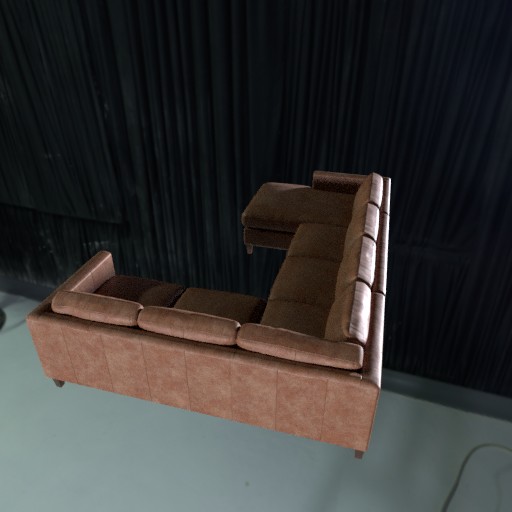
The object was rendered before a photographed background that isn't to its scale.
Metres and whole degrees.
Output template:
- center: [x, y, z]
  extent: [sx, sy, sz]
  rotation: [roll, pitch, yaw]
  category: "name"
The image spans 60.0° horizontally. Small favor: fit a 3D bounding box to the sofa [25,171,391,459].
- center: [0.000, 0.000, 4.368]
  extent: [2.430, 0.832, 3.401]
  rotation: [8, 32, 13]
  category: "sofa"
